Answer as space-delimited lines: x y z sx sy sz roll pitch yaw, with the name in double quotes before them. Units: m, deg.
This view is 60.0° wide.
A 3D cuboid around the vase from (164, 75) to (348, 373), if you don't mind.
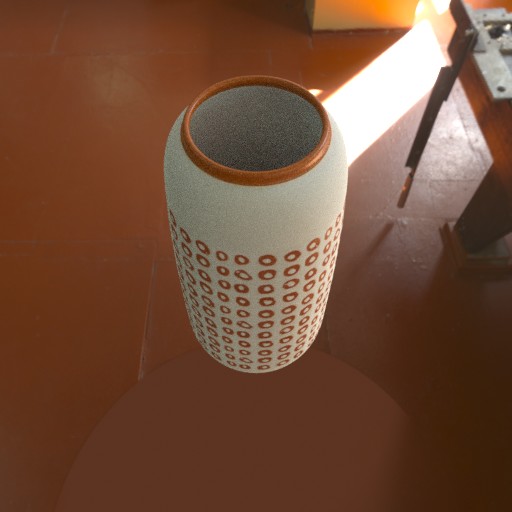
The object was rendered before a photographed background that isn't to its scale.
"vase" 0.000 0.000 0.365 0.133 0.282 0.133 0 58 0
